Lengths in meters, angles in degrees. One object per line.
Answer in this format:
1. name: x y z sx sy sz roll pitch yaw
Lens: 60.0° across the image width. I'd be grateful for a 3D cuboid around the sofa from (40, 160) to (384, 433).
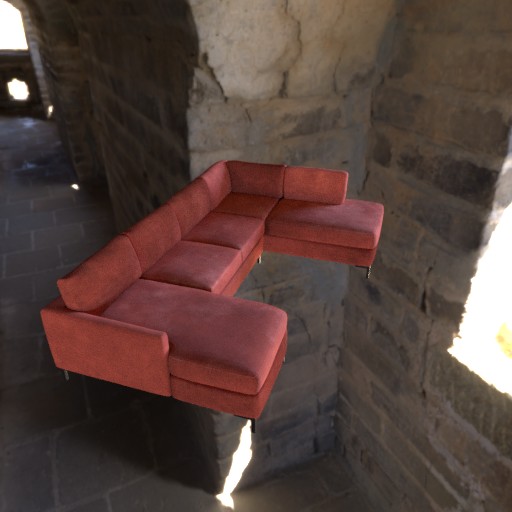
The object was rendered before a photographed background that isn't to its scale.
1. sofa: 0.000 0.000 3.887 1.981 0.858 2.971 9 30 16
